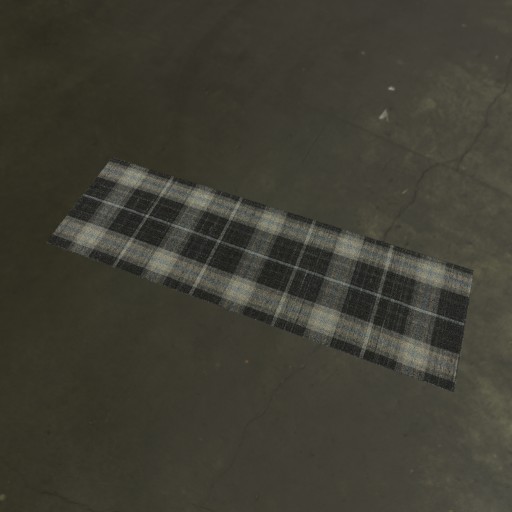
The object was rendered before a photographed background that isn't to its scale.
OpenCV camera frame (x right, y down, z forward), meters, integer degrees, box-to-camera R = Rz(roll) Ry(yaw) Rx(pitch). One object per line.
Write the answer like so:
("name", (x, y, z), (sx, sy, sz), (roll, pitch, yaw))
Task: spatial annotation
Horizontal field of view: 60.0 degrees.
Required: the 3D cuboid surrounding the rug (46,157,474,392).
("rug", (0.000, 0.000, 2.630), (2.434, 0.012, 0.760), (19, 60, 11))
